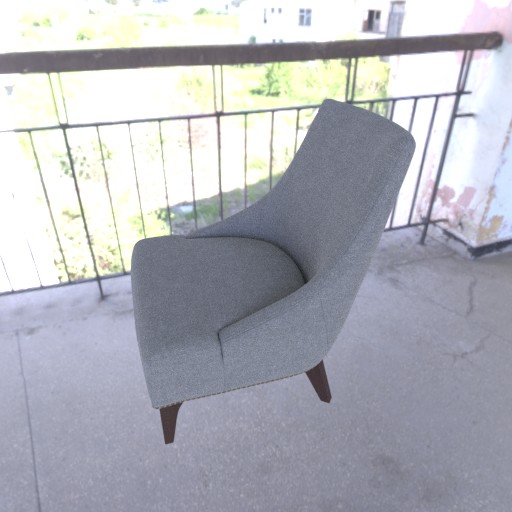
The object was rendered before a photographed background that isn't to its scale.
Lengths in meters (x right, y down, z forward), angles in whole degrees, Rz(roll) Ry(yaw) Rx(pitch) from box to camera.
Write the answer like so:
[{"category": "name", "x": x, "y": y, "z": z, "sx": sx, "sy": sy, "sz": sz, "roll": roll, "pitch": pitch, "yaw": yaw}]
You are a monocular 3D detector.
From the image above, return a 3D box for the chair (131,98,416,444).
[{"category": "chair", "x": 0.000, "y": 0.000, "z": 1.533, "sx": 0.861, "sy": 0.909, "sz": 0.701, "roll": -9, "pitch": 32, "yaw": -14}]
